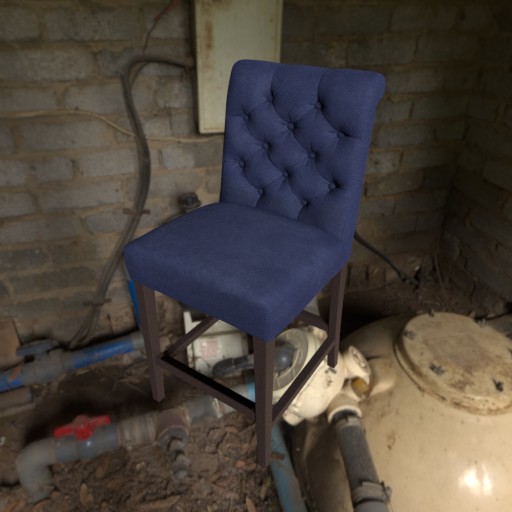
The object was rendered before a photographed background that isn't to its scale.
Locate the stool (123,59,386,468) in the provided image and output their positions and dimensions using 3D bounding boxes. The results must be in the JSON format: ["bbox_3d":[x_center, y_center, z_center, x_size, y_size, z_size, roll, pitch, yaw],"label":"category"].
[{"bbox_3d":[0.000,0.000,1.334,0.493,1.010,0.601,19,36,29],"label":"stool"}]
